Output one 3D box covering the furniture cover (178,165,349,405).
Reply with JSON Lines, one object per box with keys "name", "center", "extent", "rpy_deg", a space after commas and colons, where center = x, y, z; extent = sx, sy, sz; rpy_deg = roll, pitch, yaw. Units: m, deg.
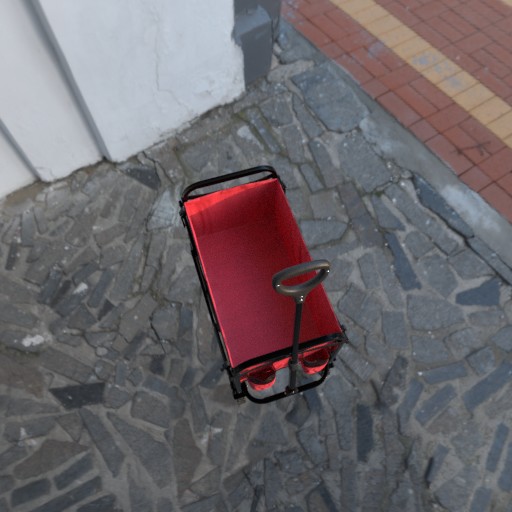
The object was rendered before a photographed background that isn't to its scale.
{"name": "furniture cover", "center": [0.000, 0.000, 1.820], "extent": [0.532, 1.295, 1.038], "rpy_deg": [-16, 64, -8]}
